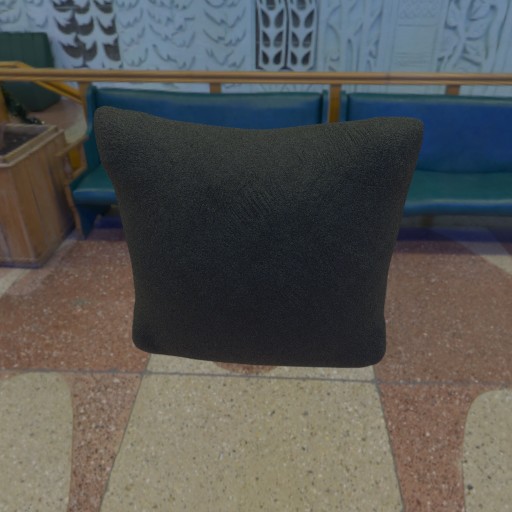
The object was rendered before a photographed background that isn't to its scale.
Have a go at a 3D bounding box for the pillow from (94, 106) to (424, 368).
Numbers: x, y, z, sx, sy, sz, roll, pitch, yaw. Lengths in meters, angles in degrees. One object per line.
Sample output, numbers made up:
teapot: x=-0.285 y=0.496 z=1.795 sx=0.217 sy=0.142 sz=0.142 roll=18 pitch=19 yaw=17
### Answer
pillow: x=0.000 y=0.000 z=0.814 sx=0.533 sy=0.523 sz=0.210 roll=2 pitch=32 yaw=4
